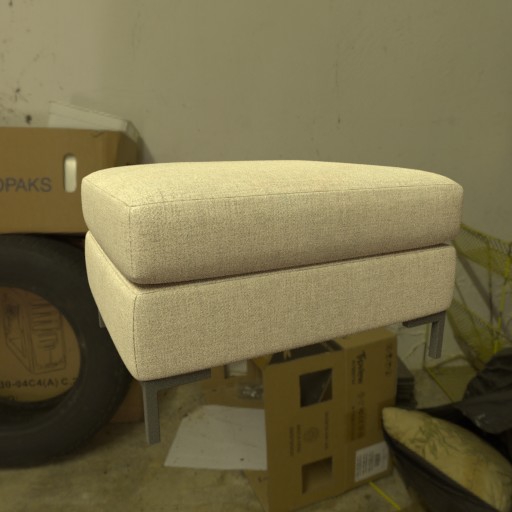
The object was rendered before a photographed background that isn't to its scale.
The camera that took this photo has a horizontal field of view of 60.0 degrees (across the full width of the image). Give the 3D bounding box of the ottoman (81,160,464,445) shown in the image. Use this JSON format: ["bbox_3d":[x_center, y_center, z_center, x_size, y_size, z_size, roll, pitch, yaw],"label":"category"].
[{"bbox_3d":[0.000,0.000,1.195,0.820,0.490,0.671,-7,16,-26],"label":"ottoman"}]
